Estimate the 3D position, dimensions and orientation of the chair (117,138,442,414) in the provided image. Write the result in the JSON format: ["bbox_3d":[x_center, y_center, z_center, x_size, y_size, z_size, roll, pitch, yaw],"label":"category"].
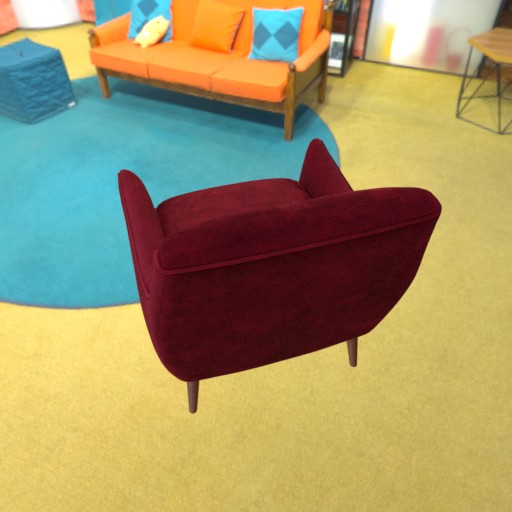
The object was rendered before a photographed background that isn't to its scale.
[{"bbox_3d":[0.000,0.000,1.417,0.762,0.838,0.787,-12,45,-13],"label":"chair"}]
